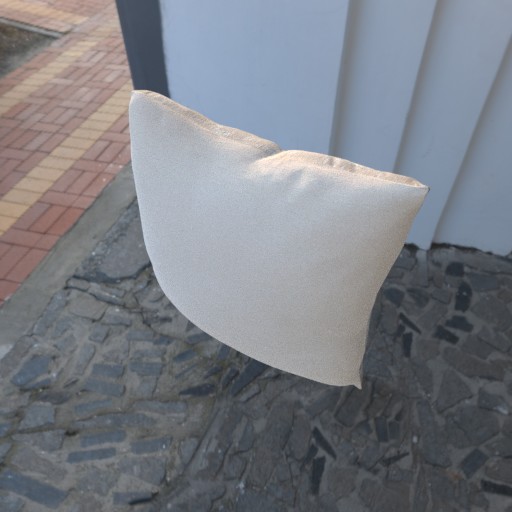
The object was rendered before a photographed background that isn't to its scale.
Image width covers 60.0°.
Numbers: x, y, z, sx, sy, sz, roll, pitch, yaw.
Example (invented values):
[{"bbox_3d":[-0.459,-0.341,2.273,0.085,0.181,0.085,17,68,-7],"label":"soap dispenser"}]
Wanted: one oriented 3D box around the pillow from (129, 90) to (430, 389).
[{"bbox_3d":[0.000,0.000,0.723,0.450,0.448,0.245,26,52,22],"label":"pillow"}]
